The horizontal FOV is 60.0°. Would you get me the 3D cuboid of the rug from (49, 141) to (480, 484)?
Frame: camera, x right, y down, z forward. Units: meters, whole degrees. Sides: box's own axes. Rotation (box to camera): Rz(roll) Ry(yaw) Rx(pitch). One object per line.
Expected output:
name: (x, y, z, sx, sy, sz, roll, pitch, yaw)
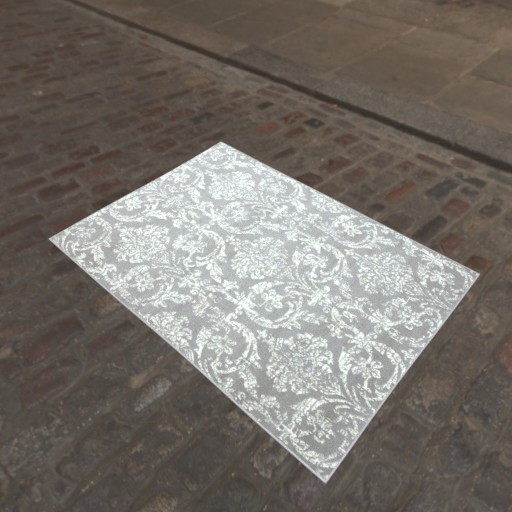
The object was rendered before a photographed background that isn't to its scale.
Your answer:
rug: (0.000, 0.000, 2.770, 2.206, 0.014, 1.578, 33, 54, 28)
